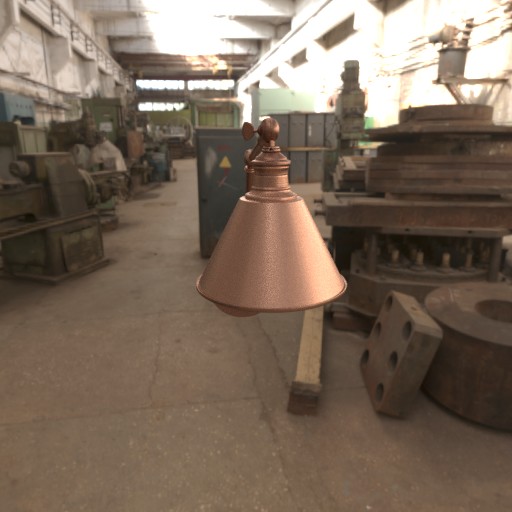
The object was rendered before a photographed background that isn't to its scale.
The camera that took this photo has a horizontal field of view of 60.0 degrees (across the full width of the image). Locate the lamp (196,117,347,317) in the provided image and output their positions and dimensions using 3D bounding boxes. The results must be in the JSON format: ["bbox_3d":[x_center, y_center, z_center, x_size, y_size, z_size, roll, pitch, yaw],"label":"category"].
[{"bbox_3d":[0.000,0.000,0.862,0.223,0.502,0.624,-2,16,-6],"label":"lamp"}]
